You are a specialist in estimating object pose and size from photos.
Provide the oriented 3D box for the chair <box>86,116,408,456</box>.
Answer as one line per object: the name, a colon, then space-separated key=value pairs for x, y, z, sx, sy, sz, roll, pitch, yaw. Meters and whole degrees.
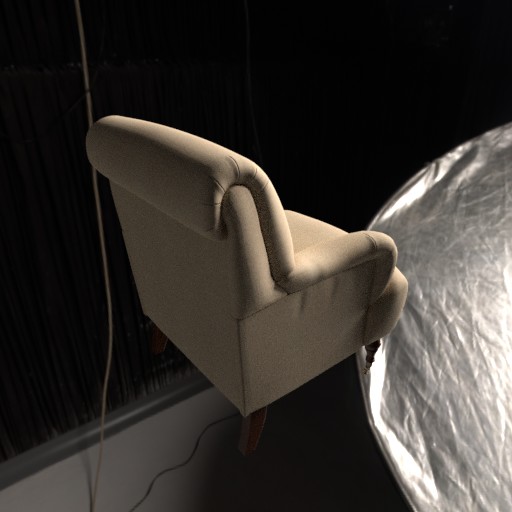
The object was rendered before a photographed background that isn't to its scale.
chair: x=0.000 y=0.000 z=1.545 sx=0.842 sy=0.944 sz=0.766 roll=-19 pitch=32 yaw=-33
